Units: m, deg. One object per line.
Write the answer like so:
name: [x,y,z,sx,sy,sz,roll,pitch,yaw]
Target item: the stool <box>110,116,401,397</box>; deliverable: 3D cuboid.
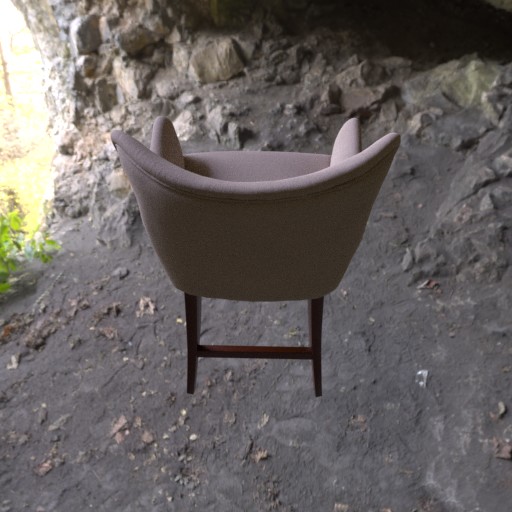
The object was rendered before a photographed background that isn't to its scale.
stool: [0.000,0.000,1.316,0.601,0.951,0.570,1,46,1]
